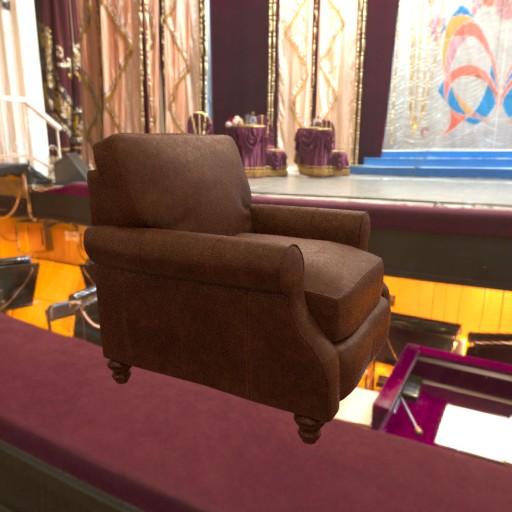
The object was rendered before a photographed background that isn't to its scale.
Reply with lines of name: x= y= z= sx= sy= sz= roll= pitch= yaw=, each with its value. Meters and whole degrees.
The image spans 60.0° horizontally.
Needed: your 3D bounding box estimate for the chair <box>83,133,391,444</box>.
chair: x=0.000 y=0.000 z=1.784 sx=1.002 sy=0.976 sz=0.996 roll=7 pitch=15 yaw=27
